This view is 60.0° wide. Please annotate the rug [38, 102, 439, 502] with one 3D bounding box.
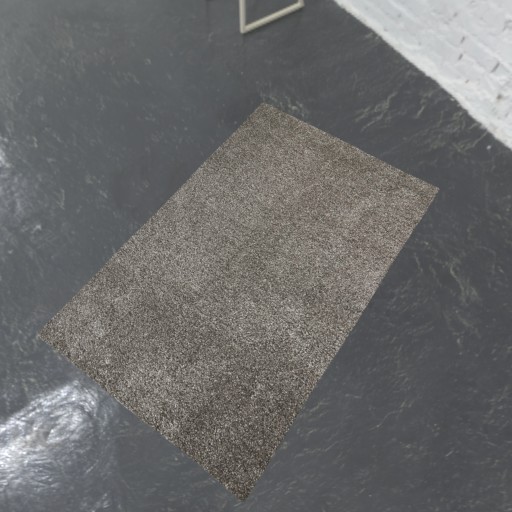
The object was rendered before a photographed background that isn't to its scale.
[{"bbox_3d":[0.000,0.000,2.859,1.501,0.025,2.352,32,66,16],"label":"rug"}]
